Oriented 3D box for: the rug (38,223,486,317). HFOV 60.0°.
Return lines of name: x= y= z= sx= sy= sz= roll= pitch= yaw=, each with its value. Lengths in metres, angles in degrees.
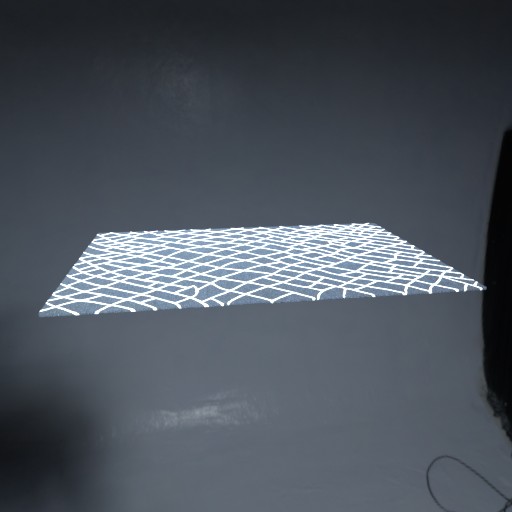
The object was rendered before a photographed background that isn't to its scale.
rug: x=0.000 y=0.000 z=2.346 sx=1.830 sy=0.013 sz=1.223 roll=-3 pitch=18 yaw=-8
